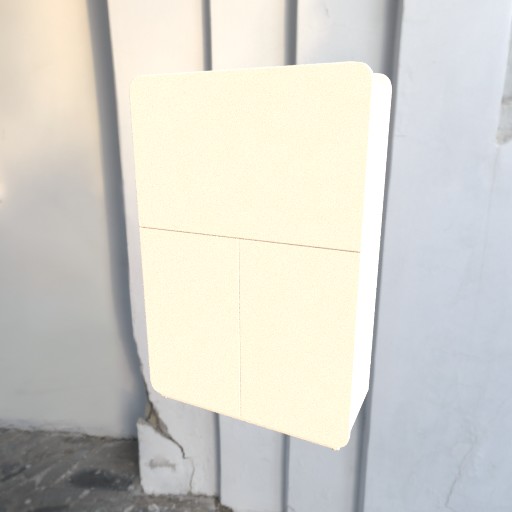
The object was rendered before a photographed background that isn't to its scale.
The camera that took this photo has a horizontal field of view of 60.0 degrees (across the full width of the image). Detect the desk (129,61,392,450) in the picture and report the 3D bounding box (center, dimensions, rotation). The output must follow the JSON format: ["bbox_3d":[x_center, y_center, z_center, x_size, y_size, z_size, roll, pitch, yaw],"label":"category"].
[{"bbox_3d":[0.000,0.000,1.559,0.795,1.190,0.278,8,17,25],"label":"desk"}]
